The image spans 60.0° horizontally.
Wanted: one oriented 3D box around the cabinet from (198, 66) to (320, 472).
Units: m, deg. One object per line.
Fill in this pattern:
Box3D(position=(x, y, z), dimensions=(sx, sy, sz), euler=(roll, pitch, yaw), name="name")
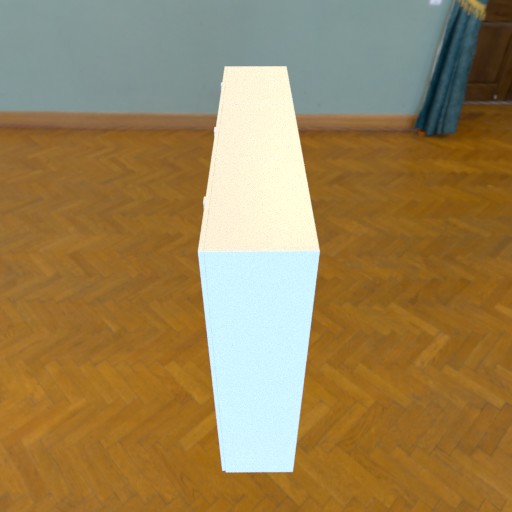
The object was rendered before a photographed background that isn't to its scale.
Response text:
Box3D(position=(0.000, 0.000, 3.901), dimensions=(0.590, 2.370, 2.700), euler=(0, 41, 0), name="cabinet")
